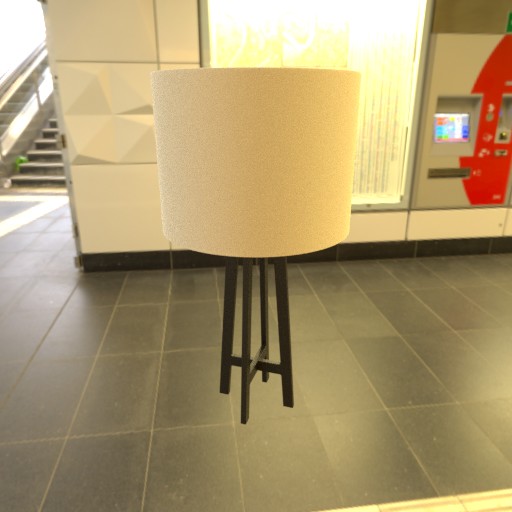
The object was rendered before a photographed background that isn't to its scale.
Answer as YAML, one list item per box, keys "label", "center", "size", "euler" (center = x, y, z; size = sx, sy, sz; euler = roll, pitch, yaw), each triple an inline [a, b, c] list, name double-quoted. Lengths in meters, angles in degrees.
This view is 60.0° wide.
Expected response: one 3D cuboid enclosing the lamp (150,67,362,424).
- label: "lamp"
  center: [0.000, 0.000, 0.633]
  size: [0.257, 0.489, 0.257]
  euler: [-10, 22, -25]
